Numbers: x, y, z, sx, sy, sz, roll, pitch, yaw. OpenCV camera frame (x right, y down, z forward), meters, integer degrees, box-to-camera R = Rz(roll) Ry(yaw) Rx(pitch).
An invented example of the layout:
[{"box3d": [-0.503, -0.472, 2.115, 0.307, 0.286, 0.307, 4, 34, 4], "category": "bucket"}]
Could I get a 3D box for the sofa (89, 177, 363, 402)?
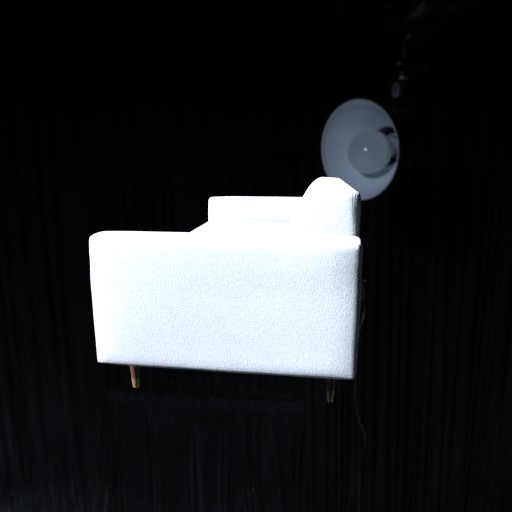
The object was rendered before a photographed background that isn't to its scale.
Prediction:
[{"box3d": [0.000, 0.000, 2.434, 0.969, 0.814, 1.895, 2, 12, 8], "category": "sofa"}]
